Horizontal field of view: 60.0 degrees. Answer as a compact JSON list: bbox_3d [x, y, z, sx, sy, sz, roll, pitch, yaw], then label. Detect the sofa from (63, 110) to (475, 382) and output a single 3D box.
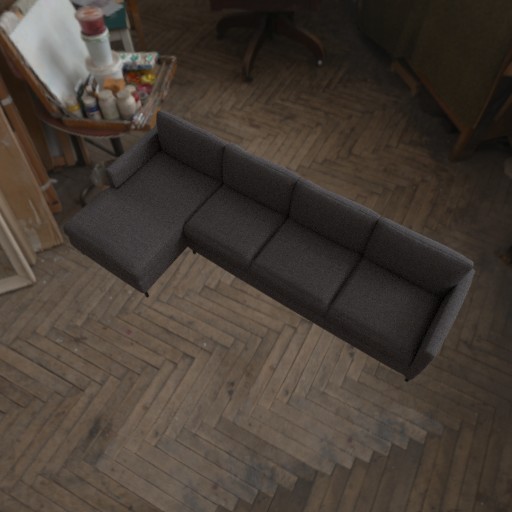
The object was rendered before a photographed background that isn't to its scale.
[{"bbox_3d":[0.000,0.000,3.208,2.731,0.754,1.258,30,62,17],"label":"sofa"}]
